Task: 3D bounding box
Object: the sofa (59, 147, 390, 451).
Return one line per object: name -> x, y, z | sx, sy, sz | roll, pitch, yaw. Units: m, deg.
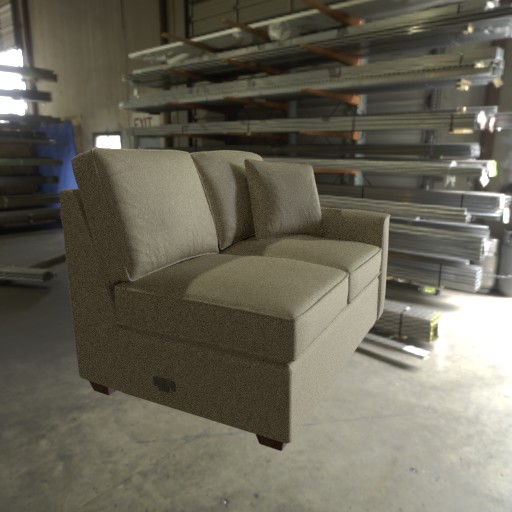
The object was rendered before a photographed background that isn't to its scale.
sofa -> 0.000, 0.000, 2.096 | 0.991, 0.989, 1.388 | 7, 15, 27
